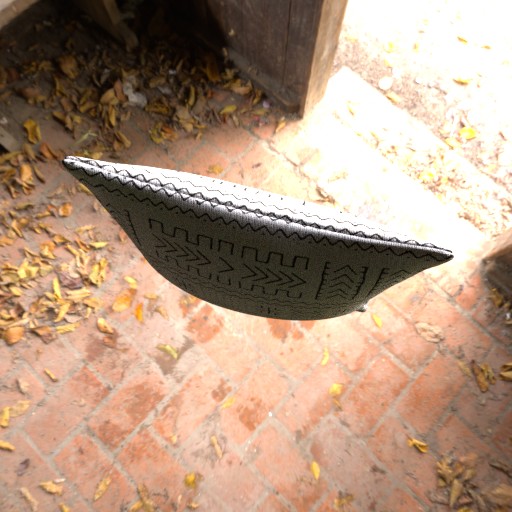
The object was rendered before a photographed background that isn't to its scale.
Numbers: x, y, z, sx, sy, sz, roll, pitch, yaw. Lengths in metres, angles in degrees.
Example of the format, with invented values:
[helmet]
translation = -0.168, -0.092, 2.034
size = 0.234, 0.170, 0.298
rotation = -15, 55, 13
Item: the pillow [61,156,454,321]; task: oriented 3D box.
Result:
[pillow]
translation = 0.000, 0.000, 0.671
size = 0.438, 0.430, 0.164
rotation = 14, 76, 4
